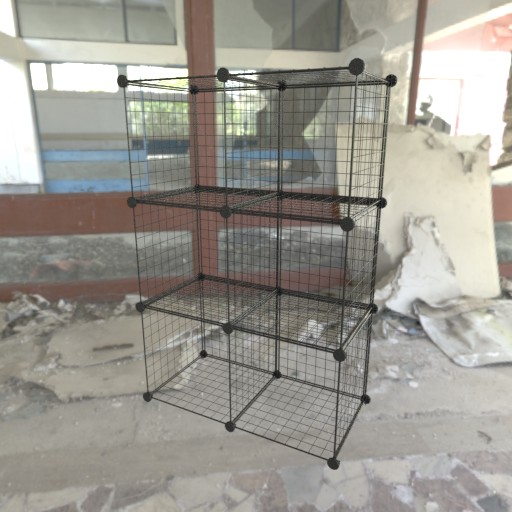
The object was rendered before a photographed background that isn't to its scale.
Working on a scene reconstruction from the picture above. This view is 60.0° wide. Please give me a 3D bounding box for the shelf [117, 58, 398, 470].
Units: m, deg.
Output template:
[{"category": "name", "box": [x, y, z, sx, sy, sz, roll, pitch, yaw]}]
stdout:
[{"category": "shelf", "box": [0.000, 0.000, 1.401, 0.711, 1.067, 0.356, 9, 18, 27]}]
